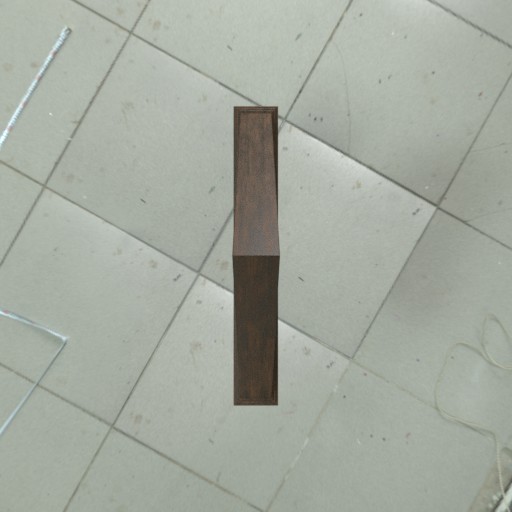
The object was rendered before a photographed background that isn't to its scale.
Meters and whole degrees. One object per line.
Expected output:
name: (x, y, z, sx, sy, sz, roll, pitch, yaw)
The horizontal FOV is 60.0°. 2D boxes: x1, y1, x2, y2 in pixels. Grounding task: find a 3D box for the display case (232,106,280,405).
display case: (0.000, 0.000, 0.783, 0.095, 0.340, 0.640, 0, 90, 0)
